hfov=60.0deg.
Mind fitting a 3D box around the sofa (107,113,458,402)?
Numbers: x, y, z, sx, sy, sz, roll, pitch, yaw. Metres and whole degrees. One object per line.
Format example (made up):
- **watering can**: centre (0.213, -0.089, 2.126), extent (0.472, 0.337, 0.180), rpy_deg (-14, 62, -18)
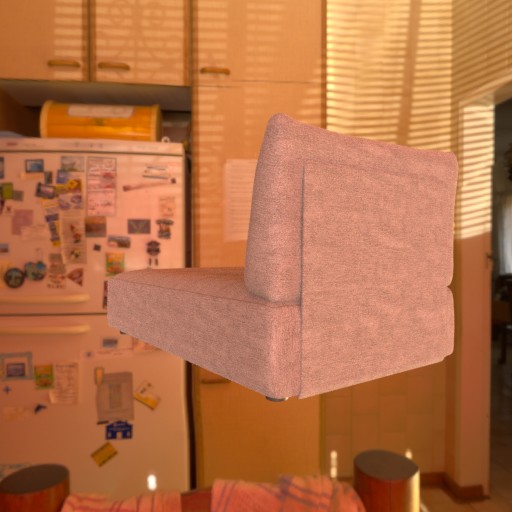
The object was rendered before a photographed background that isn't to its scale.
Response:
- **sofa**: centre (0.000, 0.000, 2.023), extent (0.930, 0.820, 1.450), rpy_deg (-1, 1, -36)
